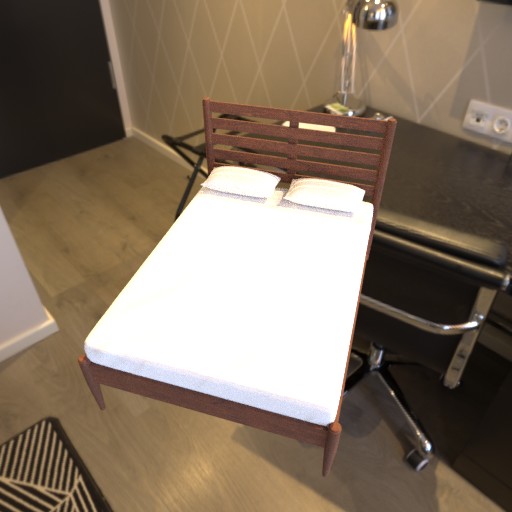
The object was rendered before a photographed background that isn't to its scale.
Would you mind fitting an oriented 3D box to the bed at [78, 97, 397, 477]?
[{"bbox_3d":[0.000,0.000,3.030,1.509,1.304,2.093,11,41,13],"label":"bed"}]
